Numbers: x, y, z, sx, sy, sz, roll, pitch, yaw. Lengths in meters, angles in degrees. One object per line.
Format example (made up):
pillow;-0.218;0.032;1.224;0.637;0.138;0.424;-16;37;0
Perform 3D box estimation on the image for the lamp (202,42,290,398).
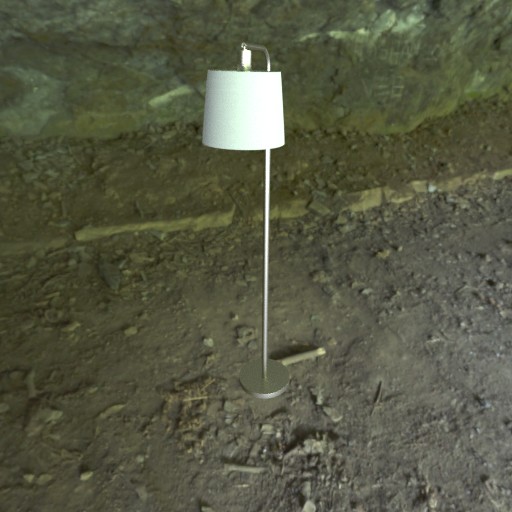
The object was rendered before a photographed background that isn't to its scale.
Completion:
lamp;0.000;0.000;1.695;0.254;1.478;0.508;9;29;16
